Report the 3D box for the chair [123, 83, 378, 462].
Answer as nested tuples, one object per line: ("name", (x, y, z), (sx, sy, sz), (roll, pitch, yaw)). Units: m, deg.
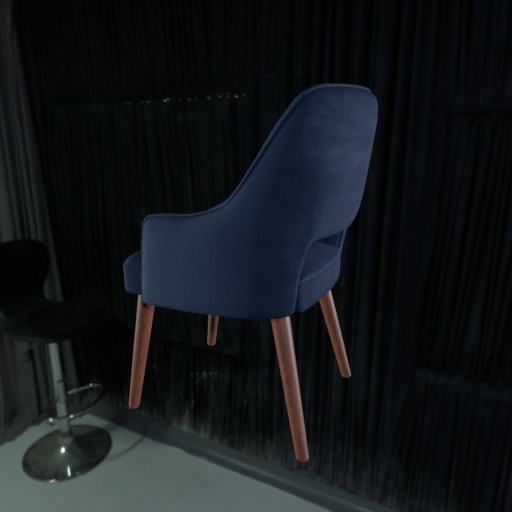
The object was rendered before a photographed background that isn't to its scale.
("chair", (0.000, 0.000, 1.214), (0.591, 0.844, 0.559), (7, 17, 24))
